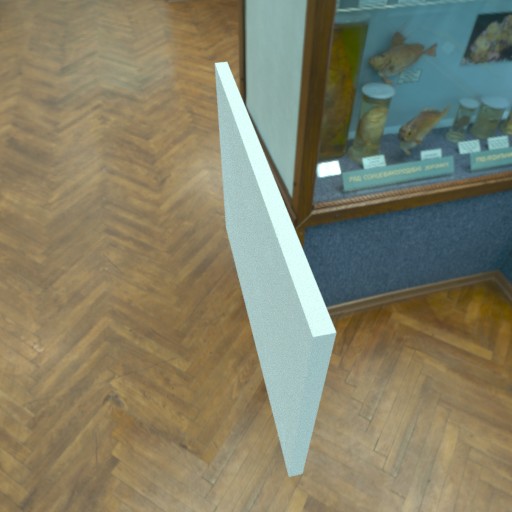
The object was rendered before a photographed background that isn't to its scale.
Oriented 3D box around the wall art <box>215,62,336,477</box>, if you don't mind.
[{"bbox_3d":[0.000,0.000,1.670,0.051,0.902,1.308,-9,48,-8],"label":"wall art"}]
